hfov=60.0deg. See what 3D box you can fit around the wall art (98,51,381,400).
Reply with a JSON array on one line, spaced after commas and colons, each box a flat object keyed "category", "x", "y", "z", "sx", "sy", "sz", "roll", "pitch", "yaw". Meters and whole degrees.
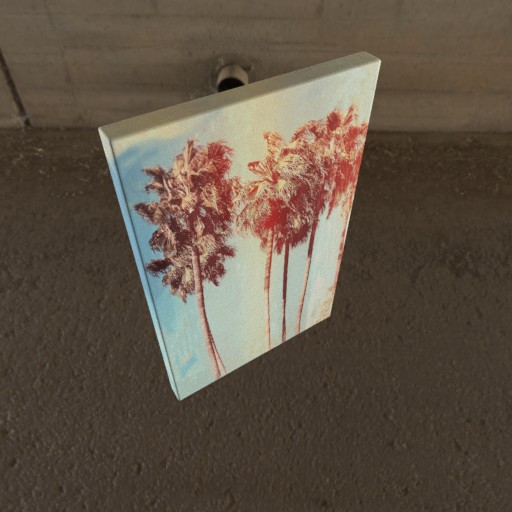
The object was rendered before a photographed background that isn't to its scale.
[{"category": "wall art", "x": 0.000, "y": 0.000, "z": 0.783, "sx": 0.401, "sy": 0.610, "sz": 0.038, "roll": -25, "pitch": 51, "yaw": -22}]
